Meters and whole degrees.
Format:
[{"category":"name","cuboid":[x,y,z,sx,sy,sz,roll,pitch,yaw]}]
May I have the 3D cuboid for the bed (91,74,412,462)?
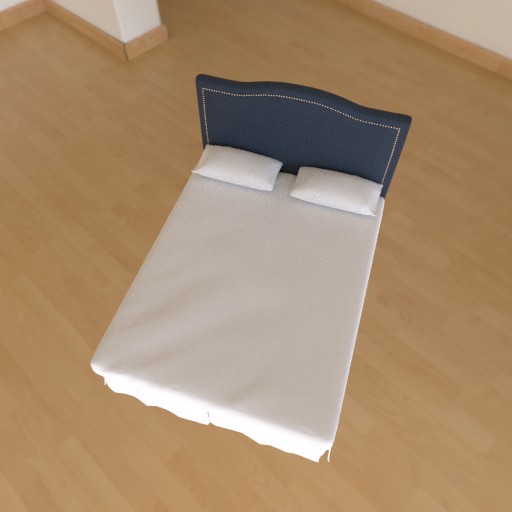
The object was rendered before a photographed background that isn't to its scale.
[{"category":"bed","cuboid":[0.000,0.000,3.345,1.821,1.436,2.282,15,58,10]}]
